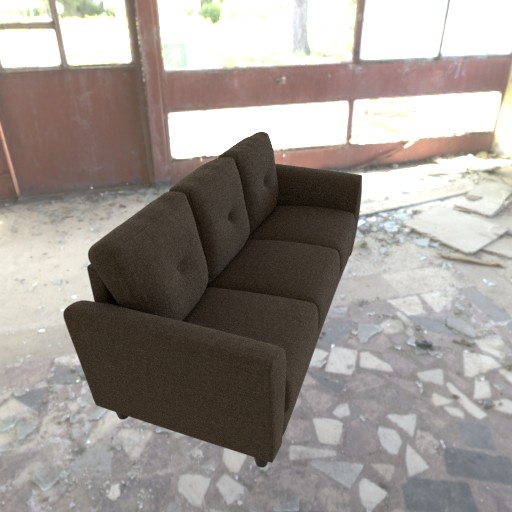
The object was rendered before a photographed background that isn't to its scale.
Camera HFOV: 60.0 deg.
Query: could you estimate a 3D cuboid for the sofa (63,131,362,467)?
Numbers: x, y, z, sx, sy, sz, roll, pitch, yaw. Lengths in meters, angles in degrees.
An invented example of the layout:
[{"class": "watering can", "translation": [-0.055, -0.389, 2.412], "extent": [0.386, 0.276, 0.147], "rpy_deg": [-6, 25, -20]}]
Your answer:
[{"class": "sofa", "translation": [0.000, 0.000, 2.323], "extent": [0.837, 0.891, 1.847], "rpy_deg": [11, 32, 17]}]
